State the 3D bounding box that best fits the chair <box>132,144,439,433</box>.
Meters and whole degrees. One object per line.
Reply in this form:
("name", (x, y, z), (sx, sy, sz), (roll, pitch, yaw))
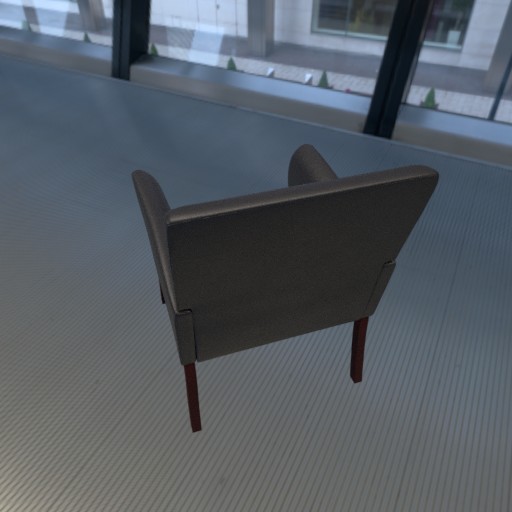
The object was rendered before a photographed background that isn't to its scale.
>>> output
("chair", (0.000, 0.000, 1.490), (0.683, 0.951, 0.772), (-12, 42, -14))
